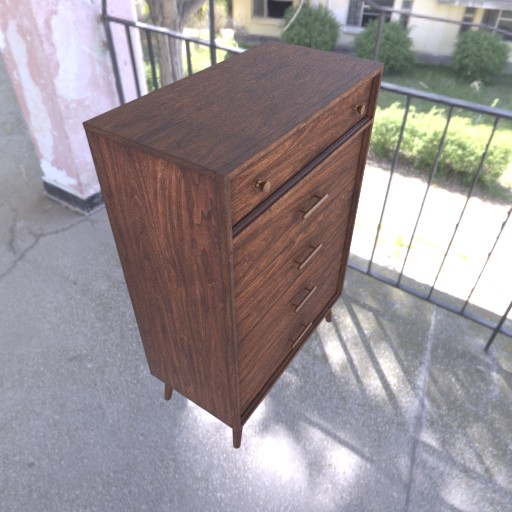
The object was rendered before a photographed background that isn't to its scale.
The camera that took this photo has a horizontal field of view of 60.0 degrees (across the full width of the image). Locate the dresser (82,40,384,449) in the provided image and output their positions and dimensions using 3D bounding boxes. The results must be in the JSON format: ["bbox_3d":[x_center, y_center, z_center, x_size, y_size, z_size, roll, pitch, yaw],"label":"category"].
[{"bbox_3d":[0.000,0.000,1.815,0.498,1.365,0.919,24,47,25],"label":"dresser"}]
